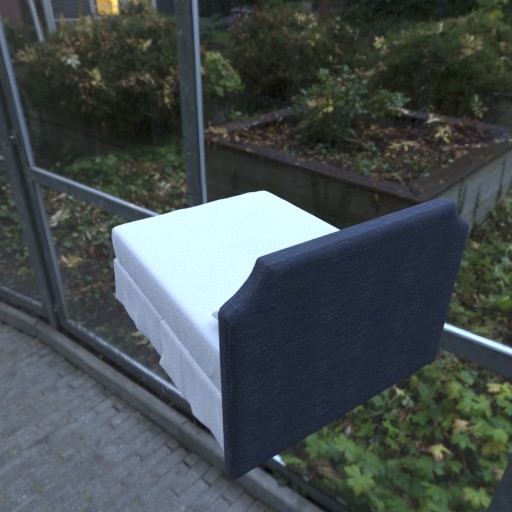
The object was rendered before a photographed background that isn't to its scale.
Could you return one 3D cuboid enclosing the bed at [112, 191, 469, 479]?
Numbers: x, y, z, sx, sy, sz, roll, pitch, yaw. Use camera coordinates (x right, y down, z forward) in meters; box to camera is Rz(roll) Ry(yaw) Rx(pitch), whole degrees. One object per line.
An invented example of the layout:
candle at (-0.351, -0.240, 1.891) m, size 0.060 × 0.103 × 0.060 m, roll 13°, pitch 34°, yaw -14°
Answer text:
bed at (0.000, 0.000, 3.208) m, size 1.693 × 1.290 × 2.116 m, roll -18°, pitch 34°, yaw -29°
